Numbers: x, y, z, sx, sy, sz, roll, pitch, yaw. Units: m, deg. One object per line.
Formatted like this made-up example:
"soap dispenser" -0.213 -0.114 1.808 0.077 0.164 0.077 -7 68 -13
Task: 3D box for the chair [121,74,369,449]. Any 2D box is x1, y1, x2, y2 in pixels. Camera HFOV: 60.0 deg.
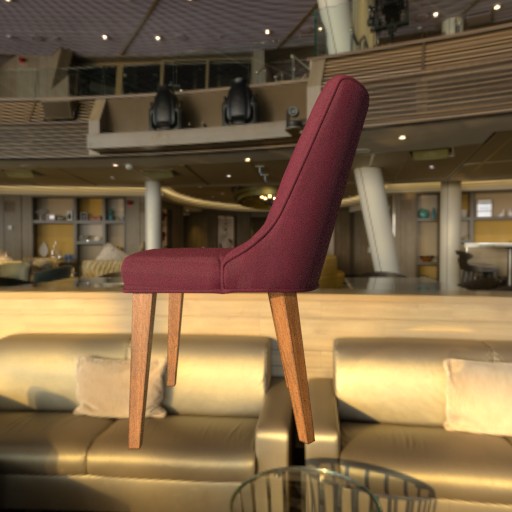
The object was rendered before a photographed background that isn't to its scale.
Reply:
"chair" 0.000 0.000 1.306 0.638 0.916 0.548 0 1 0
